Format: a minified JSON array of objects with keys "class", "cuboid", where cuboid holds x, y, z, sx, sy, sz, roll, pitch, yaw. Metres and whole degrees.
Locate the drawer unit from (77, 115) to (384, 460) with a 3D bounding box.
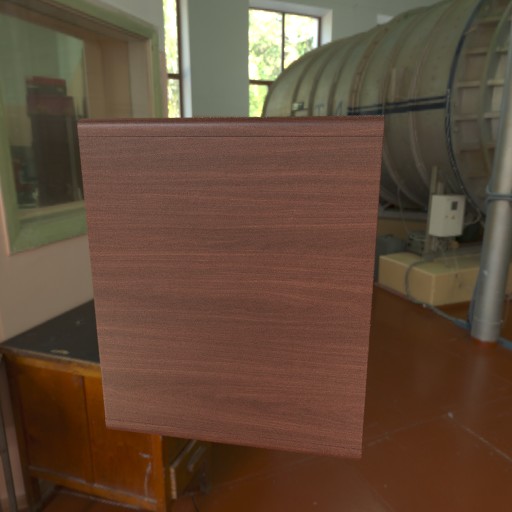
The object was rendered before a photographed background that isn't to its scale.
[{"class":"drawer unit","cuboid":[0.000,0.000,0.615,0.290,0.351,0.349,3,15,10]}]
